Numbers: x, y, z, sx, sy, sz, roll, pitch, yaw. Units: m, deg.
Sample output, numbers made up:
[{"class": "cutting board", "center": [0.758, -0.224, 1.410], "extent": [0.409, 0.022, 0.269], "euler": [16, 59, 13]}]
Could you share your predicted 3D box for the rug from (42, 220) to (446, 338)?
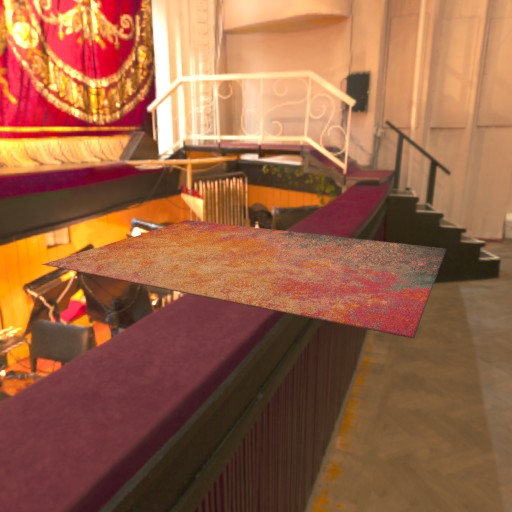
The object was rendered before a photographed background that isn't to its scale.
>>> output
[{"class": "rug", "center": [0.000, 0.000, 3.827], "extent": [2.896, 0.013, 2.007], "euler": [8, 18, 26]}]
